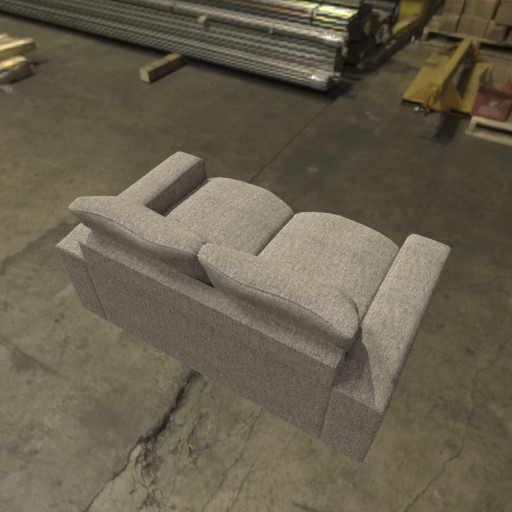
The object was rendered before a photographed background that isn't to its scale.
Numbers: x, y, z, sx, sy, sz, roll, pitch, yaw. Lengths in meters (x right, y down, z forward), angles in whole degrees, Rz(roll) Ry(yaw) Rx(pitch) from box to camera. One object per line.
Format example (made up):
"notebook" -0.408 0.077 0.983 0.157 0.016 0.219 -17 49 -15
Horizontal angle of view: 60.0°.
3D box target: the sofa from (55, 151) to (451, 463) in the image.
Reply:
"sofa" 0.000 0.000 2.348 1.758 0.877 1.094 23 50 21
